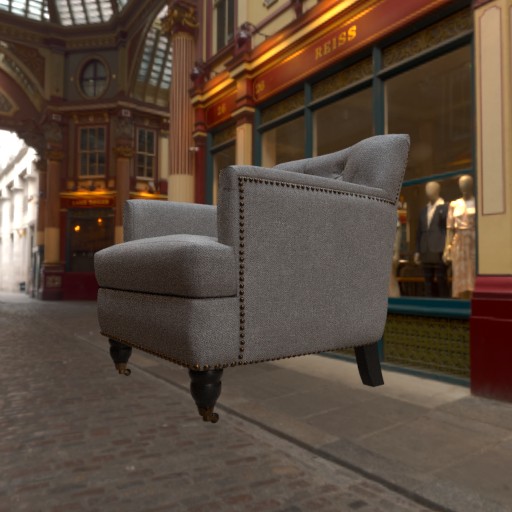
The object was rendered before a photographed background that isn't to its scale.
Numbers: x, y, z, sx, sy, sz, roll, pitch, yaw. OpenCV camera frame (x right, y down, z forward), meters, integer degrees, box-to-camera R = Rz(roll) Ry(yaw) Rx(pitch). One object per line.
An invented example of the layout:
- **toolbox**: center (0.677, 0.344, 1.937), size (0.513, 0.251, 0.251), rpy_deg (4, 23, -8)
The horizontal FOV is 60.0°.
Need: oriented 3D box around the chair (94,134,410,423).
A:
- **chair**: center (0.000, 0.000, 1.503), size (0.902, 0.823, 0.737), rpy_deg (1, -2, -36)
